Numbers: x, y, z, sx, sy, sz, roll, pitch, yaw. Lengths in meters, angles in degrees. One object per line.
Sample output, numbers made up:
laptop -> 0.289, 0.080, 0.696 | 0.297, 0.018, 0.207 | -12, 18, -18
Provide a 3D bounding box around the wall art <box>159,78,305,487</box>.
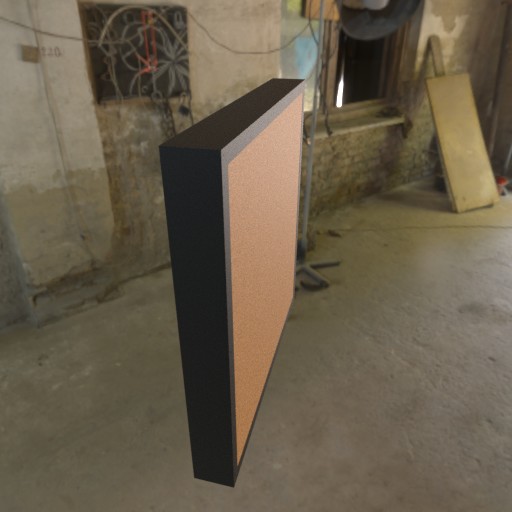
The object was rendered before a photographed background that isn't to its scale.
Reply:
wall art -> 0.000, 0.000, 0.455 | 0.038, 0.304, 0.305 | 7, 30, 13
